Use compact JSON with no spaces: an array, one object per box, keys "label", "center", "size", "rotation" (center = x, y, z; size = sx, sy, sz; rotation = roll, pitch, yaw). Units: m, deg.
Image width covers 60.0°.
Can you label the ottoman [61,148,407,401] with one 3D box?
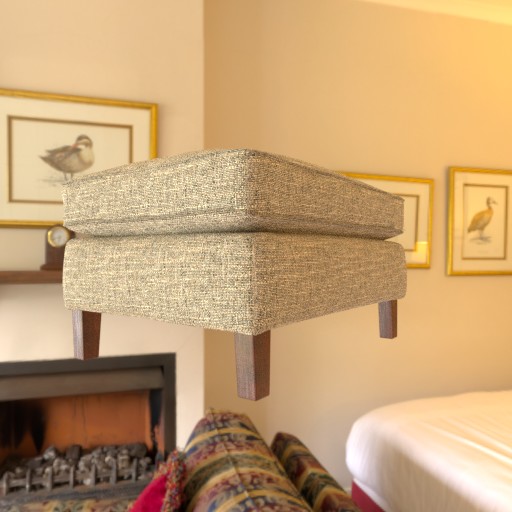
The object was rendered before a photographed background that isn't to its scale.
[{"label":"ottoman","center":[0.000,0.000,0.996],"size":[0.508,0.406,0.686],"rotation":[0,0,36]}]
